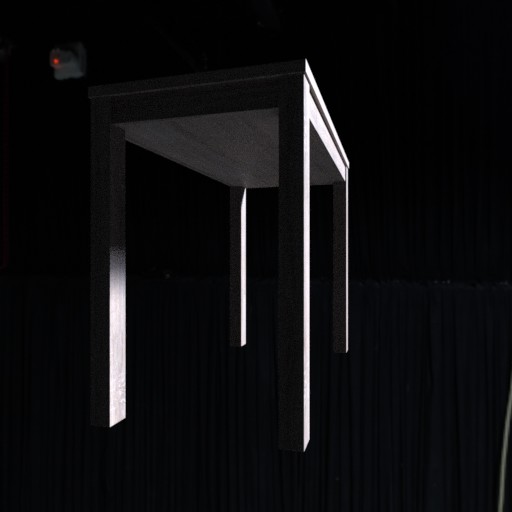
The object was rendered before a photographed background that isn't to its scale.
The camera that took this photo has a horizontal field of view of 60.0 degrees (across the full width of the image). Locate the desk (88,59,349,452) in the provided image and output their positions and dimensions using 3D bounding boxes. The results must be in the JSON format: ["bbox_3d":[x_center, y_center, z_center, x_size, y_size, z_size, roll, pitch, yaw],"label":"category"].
[{"bbox_3d":[0.000,0.000,1.401,0.495,0.762,0.991,0,0,17],"label":"desk"}]
